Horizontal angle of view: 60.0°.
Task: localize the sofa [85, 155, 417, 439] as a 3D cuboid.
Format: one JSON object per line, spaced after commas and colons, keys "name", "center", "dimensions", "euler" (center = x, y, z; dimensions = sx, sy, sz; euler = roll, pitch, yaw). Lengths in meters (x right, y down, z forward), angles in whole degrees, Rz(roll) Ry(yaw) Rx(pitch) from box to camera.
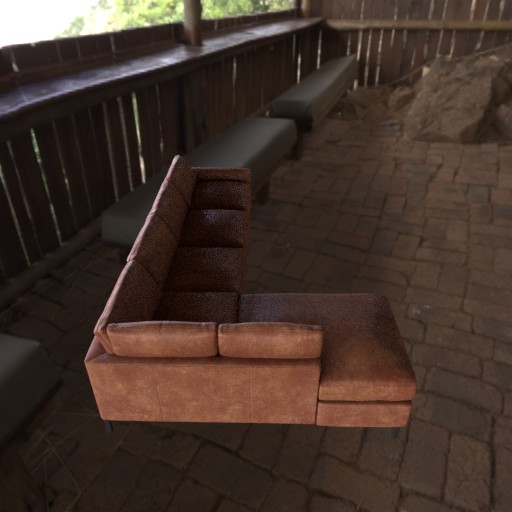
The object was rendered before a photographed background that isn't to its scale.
{"name": "sofa", "center": [0.000, 0.000, 3.840], "dimensions": [1.938, 0.877, 2.984], "euler": [0, 33, 1]}
